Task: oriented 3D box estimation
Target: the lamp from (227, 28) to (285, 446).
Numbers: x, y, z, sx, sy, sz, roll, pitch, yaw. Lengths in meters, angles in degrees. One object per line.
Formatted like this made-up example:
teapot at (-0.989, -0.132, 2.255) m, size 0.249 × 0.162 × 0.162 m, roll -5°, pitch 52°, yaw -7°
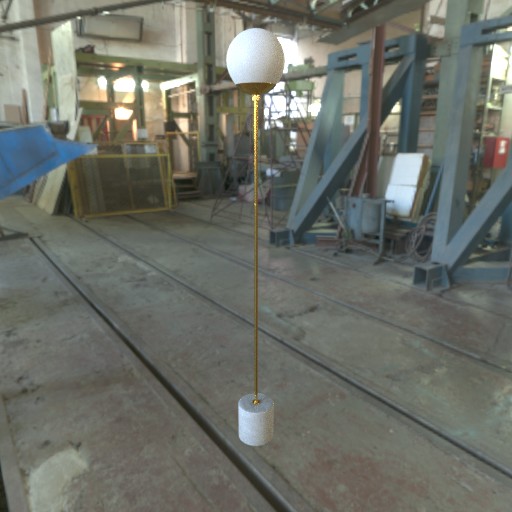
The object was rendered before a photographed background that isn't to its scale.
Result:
lamp at (0.000, 0.000, 1.877) m, size 0.224 × 1.753 × 0.224 m, roll 3°, pitch 15°, yaw 10°
